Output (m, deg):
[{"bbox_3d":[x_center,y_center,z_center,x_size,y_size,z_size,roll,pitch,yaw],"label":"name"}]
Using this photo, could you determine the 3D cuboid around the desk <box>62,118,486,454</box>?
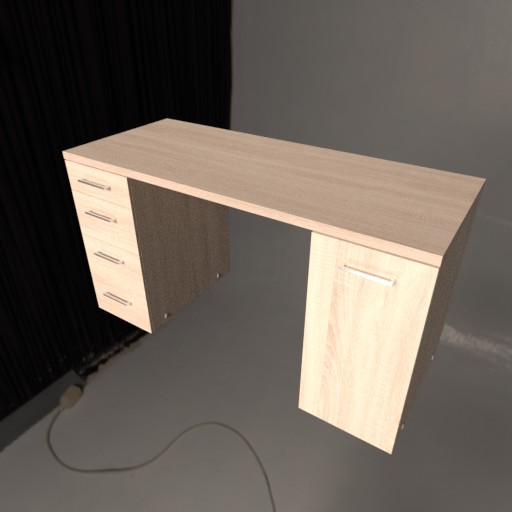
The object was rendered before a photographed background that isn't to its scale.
[{"bbox_3d":[0.000,0.000,1.733,1.390,0.740,0.600,19,36,28],"label":"desk"}]
